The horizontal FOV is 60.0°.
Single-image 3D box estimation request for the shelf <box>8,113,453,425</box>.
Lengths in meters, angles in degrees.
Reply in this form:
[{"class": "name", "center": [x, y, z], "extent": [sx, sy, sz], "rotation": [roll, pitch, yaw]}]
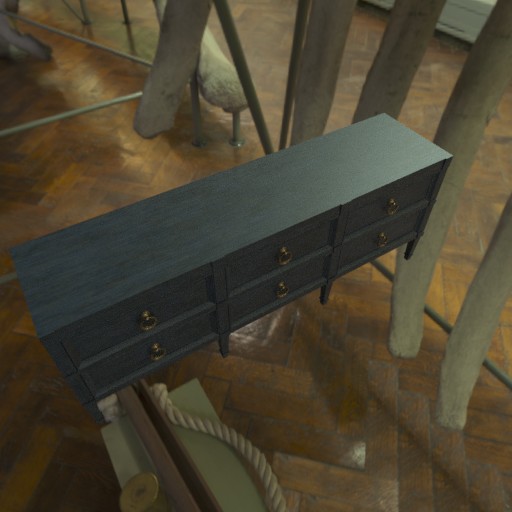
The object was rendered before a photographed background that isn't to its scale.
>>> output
[{"class": "shelf", "center": [0.000, 0.000, 2.113], "extent": [1.878, 0.715, 0.471], "rotation": [-24, 51, -21]}]
